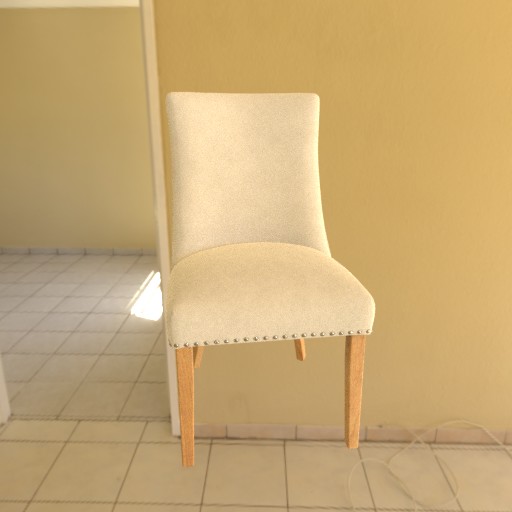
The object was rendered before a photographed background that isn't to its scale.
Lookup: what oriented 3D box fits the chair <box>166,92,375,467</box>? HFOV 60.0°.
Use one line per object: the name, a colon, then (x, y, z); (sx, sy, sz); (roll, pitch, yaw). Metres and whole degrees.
chair: (0.000, 0.000, 1.263); (0.495, 0.902, 0.610); (-3, 17, -8)
